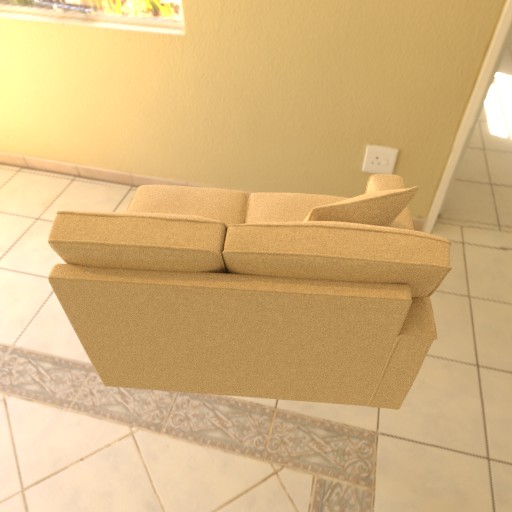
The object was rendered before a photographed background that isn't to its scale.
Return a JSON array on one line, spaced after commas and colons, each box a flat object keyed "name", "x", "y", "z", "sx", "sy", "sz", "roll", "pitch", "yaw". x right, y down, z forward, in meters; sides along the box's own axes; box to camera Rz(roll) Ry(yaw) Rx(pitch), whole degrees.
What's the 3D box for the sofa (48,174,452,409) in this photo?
[{"name": "sofa", "x": 0.000, "y": 0.000, "z": 2.034, "sx": 1.388, "sy": 0.989, "sz": 0.991, "roll": 3, "pitch": 46, "yaw": 3}]
